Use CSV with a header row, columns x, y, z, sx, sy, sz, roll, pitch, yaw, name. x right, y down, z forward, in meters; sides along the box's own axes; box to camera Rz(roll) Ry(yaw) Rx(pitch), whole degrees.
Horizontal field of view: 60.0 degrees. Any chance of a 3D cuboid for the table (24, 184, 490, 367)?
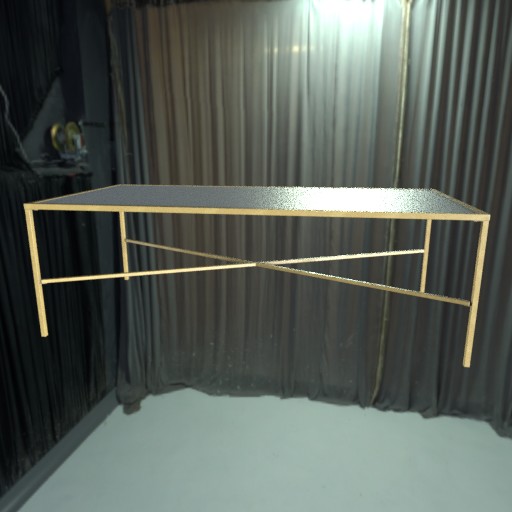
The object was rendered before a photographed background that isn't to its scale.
x,y,z,sx,sy,sz,roll,pitch,yaw,name
0.000,0.000,1.460,1.206,0.398,0.580,2,15,9,table
